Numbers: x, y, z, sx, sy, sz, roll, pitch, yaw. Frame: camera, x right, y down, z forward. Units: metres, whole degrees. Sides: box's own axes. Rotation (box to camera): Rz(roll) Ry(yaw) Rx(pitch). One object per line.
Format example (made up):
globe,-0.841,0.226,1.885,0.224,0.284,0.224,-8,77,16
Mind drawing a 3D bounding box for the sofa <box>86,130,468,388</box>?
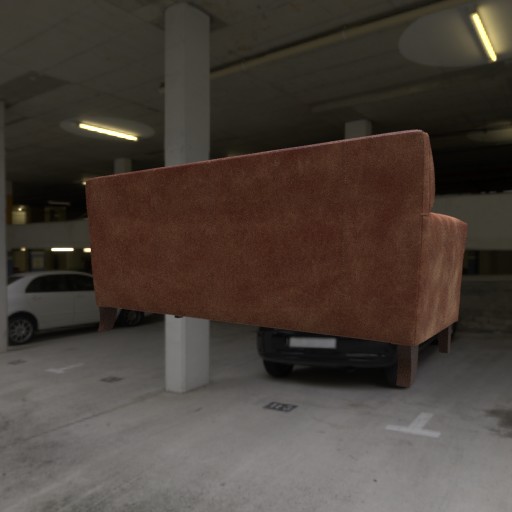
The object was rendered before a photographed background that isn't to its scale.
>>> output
sofa,0.000,0.000,2.484,2.053,0.947,0.805,1,1,36
